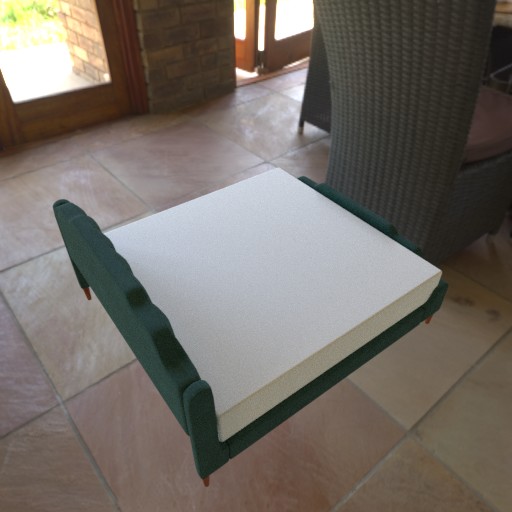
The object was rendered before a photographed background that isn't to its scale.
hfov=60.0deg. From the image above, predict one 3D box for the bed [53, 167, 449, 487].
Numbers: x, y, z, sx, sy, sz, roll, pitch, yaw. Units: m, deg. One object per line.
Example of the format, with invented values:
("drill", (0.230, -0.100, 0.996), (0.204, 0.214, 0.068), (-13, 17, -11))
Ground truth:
("bed", (0.000, 0.000, 3.501), (2.340, 1.245, 2.074), (-26, 47, -27))
